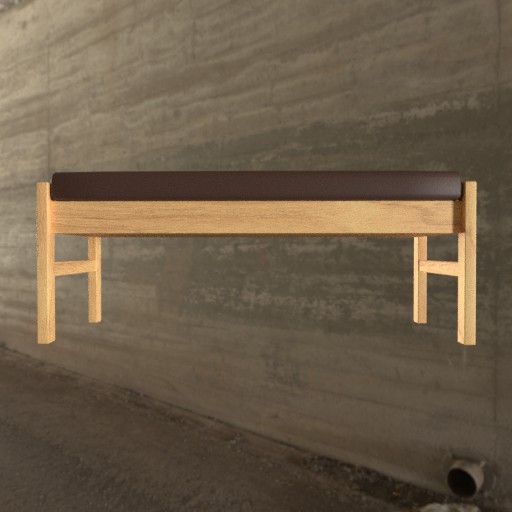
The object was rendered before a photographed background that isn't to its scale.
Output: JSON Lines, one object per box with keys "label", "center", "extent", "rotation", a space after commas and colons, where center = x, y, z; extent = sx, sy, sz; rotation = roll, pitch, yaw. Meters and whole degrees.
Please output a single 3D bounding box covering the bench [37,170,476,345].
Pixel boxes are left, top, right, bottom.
{"label": "bench", "center": [0.000, 0.000, 1.413], "extent": [1.200, 0.480, 0.405], "rotation": [0, 1, 1]}
